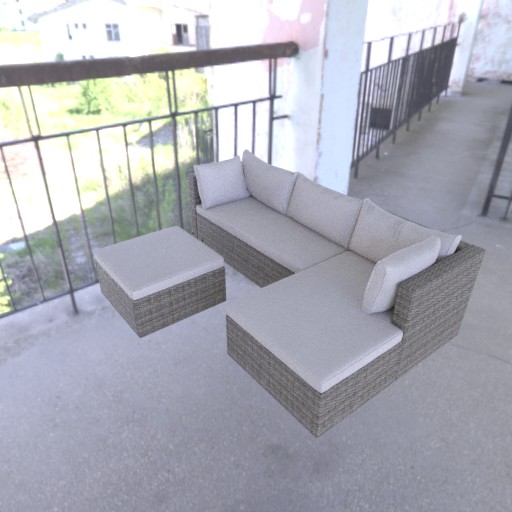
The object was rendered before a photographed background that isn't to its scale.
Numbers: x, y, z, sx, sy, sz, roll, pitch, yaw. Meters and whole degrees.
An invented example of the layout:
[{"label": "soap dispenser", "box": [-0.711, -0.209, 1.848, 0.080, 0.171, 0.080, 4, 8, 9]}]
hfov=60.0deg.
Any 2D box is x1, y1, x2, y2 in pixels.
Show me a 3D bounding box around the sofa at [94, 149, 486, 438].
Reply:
[{"label": "sofa", "box": [0.000, 0.000, 2.981, 1.662, 0.766, 2.192, -21, 36, -32]}]
